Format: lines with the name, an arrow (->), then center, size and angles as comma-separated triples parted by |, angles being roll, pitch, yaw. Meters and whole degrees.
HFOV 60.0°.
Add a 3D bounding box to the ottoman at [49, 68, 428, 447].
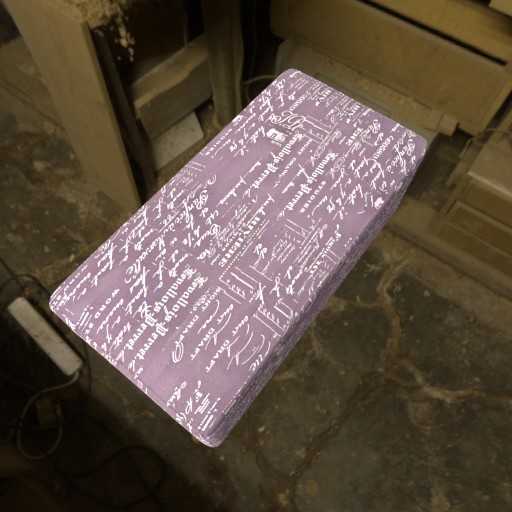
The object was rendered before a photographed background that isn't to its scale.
ottoman -> 0.000, 0.000, 1.101 | 0.406, 0.457, 0.813 | 35, 69, 16
